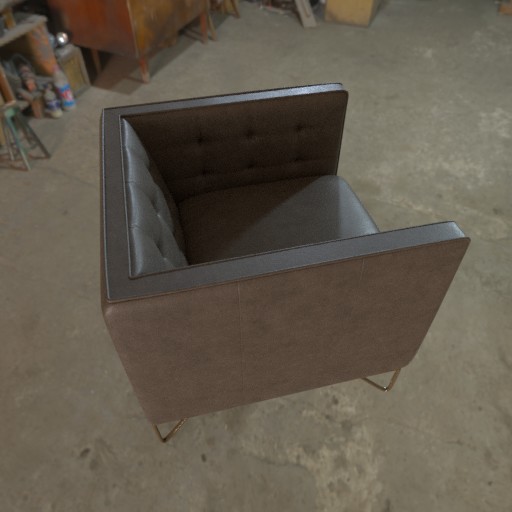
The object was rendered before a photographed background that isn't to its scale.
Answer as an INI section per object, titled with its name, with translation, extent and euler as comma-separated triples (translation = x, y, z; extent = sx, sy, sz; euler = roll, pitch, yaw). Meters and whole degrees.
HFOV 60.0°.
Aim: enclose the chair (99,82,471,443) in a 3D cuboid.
[chair]
translation = 0.000, 0.000, 1.545
extent = 0.894, 0.790, 0.880
euler = -10, 47, -10
